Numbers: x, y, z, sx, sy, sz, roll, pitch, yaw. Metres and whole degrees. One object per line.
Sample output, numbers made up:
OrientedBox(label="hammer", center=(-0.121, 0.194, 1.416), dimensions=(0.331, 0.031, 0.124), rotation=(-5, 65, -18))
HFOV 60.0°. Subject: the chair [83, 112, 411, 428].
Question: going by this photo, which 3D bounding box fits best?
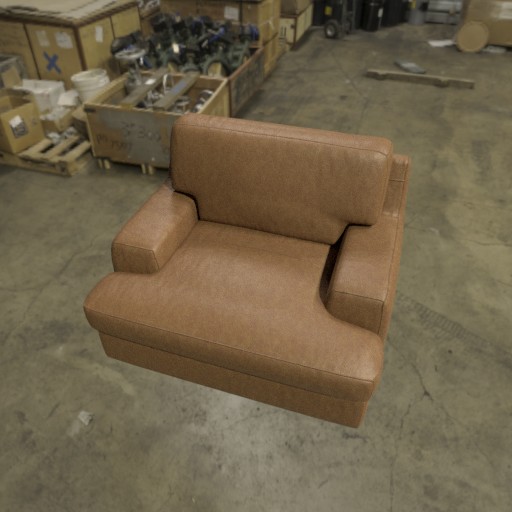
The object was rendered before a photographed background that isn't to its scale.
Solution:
OrientedBox(label="chair", center=(0.000, 0.000, 2.046), dimensions=(1.276, 0.978, 1.050), rotation=(12, 41, 14))
